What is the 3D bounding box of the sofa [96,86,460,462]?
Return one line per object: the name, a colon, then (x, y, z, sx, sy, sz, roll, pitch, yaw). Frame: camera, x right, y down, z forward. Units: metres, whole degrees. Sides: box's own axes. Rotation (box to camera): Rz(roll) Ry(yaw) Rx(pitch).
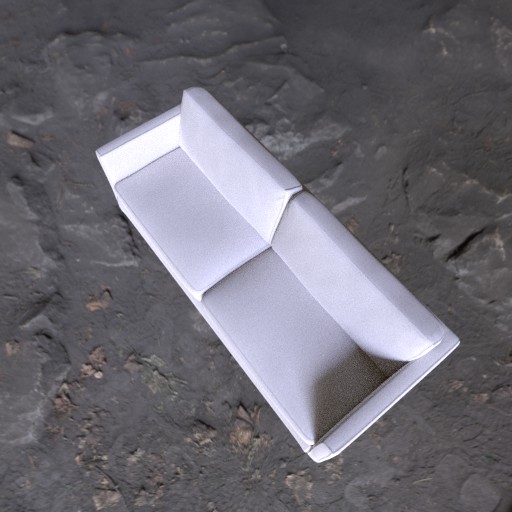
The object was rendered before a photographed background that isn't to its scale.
sofa: (0.000, 0.000, 2.860, 0.951, 0.962, 2.361, -35, 68, -16)
